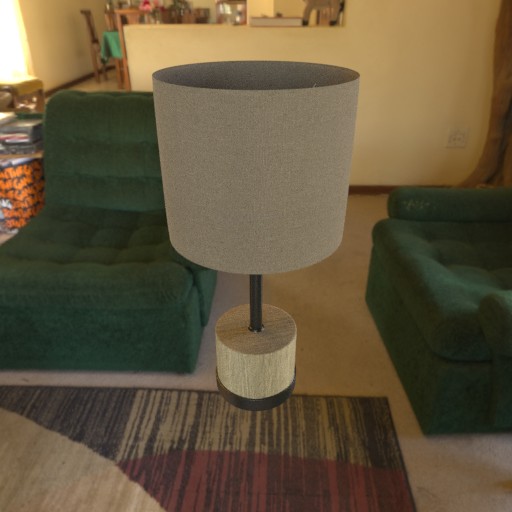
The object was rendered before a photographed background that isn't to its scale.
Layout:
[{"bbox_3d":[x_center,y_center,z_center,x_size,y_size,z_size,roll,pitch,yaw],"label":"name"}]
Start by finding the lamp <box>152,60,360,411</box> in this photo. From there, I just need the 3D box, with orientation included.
[{"bbox_3d":[0.000,0.000,0.609,0.229,0.470,0.229,-8,31,-14],"label":"lamp"}]
